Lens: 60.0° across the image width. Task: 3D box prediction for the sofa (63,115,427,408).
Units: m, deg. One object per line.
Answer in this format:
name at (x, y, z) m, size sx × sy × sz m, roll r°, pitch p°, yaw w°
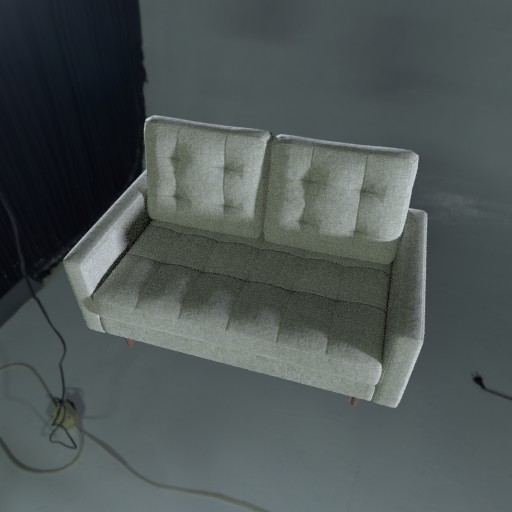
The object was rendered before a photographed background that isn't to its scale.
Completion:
sofa at (0.000, 0.000, 1.975) m, size 1.407 × 0.907 × 0.842 m, roll 11°, pitch 43°, yaw 12°
